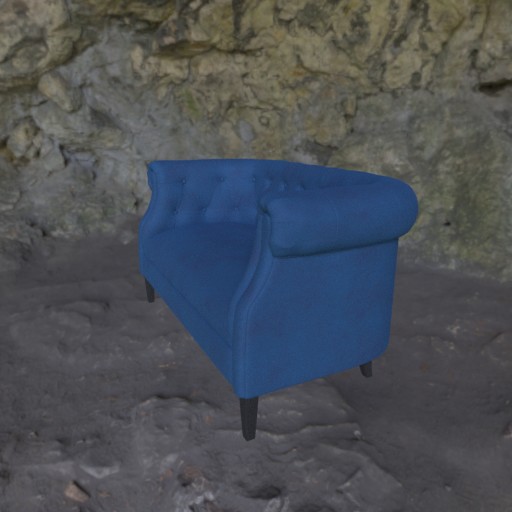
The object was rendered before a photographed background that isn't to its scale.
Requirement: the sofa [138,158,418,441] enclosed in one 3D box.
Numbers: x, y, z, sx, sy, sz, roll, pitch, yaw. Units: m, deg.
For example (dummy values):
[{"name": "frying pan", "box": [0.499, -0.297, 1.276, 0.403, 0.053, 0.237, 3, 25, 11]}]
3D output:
[{"name": "sofa", "box": [0.000, 0.000, 2.113, 0.835, 0.827, 1.558, -8, 18, -25]}]
